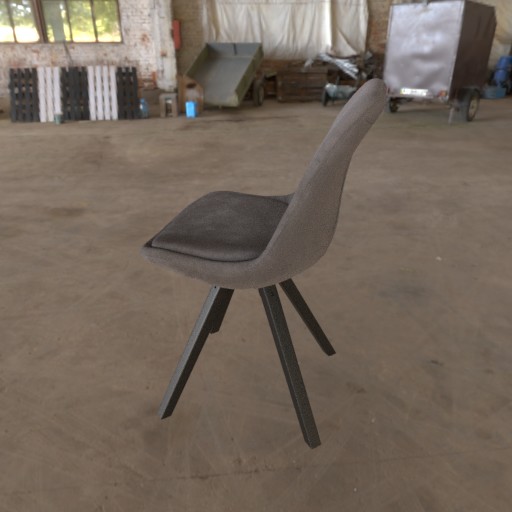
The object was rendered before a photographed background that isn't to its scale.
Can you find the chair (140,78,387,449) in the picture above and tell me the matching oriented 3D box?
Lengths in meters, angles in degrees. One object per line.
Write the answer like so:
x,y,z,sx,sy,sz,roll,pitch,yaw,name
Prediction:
0.000,0.000,1.149,0.550,0.850,0.476,7,28,13,chair
